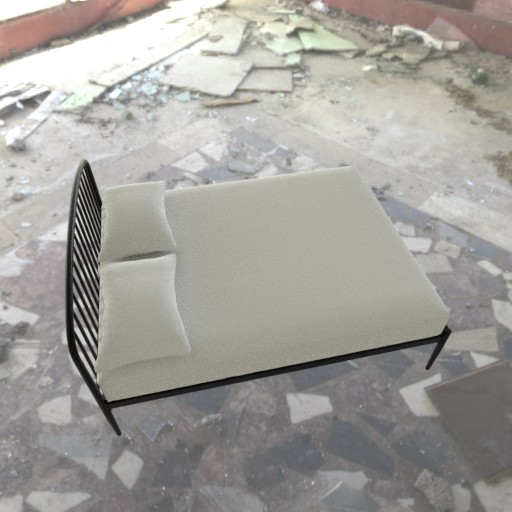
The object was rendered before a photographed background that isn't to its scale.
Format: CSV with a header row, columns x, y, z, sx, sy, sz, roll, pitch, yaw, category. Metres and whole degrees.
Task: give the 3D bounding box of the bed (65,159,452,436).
x,y,z,sx,sy,sz,roll,pitch,yaw,category
0.000,0.000,3.062,2.159,1.166,1.618,-9,47,-9,bed
